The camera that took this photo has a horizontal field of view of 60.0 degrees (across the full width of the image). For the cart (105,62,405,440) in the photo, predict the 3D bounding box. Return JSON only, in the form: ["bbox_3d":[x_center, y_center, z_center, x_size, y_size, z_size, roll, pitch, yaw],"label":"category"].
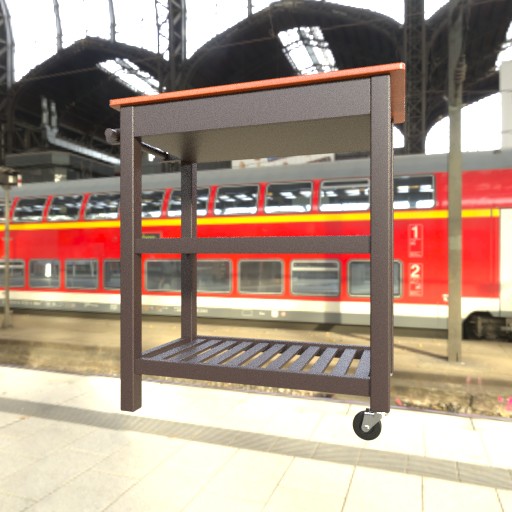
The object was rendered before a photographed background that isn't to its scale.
[{"bbox_3d":[0.000,0.000,1.415,0.899,0.927,0.457,0,0,18],"label":"cart"}]
